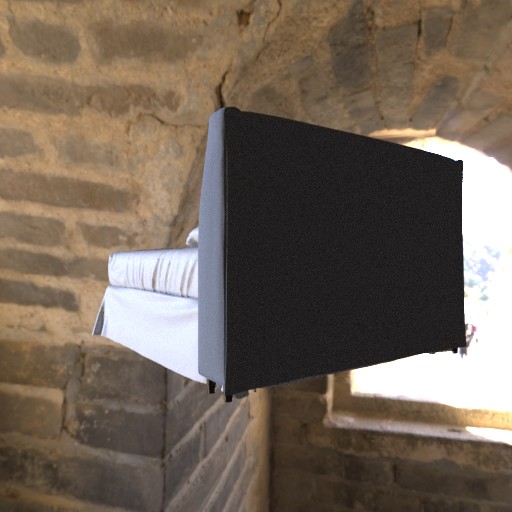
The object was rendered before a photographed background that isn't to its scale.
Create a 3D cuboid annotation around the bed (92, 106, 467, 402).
[{"bbox_3d":[0.000,0.000,3.391,1.925,1.332,2.276,0,-1,-35],"label":"bed"}]
